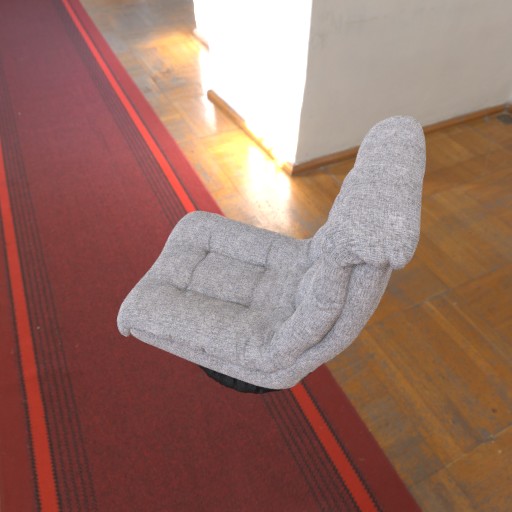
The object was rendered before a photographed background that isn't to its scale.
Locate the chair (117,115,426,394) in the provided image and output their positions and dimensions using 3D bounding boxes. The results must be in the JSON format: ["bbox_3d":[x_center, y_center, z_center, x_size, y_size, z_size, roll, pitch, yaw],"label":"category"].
[{"bbox_3d":[0.000,0.000,0.977,0.583,0.600,0.400,14,48,13],"label":"chair"}]
